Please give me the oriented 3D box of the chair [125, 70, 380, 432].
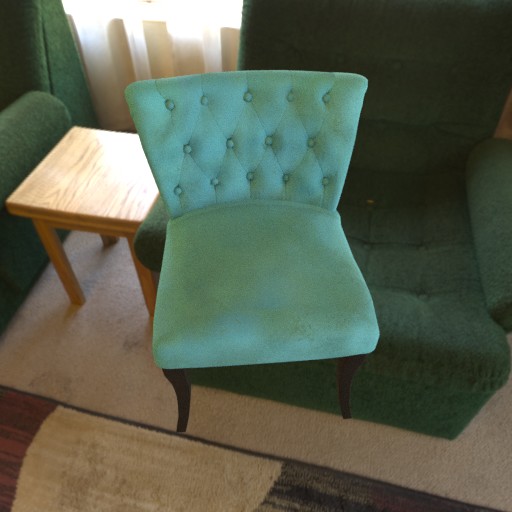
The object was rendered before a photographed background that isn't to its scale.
[{"bbox_3d":[0.000,0.000,1.166,0.582,0.750,0.605,-3,47,-3],"label":"chair"}]
